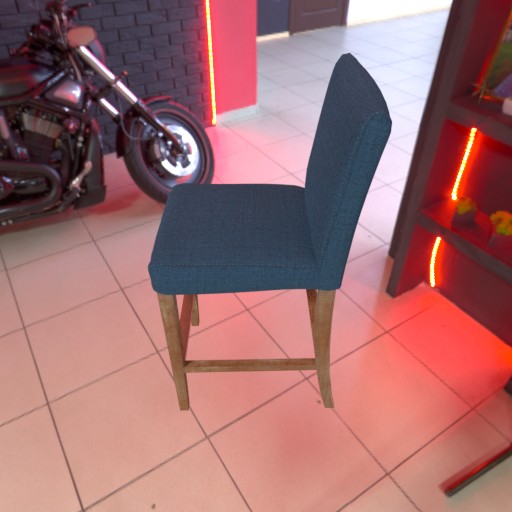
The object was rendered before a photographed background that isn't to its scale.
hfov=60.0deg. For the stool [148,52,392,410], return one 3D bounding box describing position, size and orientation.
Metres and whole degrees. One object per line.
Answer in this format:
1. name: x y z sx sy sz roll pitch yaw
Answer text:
1. stool: 0.000 0.000 1.388 0.574 1.088 0.454 0 40 0
